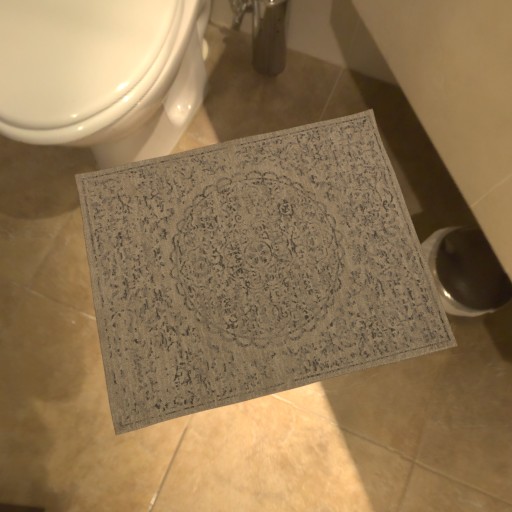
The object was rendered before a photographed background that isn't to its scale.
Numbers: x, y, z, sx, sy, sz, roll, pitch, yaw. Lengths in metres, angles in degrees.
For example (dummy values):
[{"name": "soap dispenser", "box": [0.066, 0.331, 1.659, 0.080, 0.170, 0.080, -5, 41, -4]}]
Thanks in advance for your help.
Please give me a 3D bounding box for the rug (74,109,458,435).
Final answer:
[{"name": "rug", "box": [0.000, 0.000, 3.932, 2.925, 0.026, 2.343, -13, 75, -4]}]
